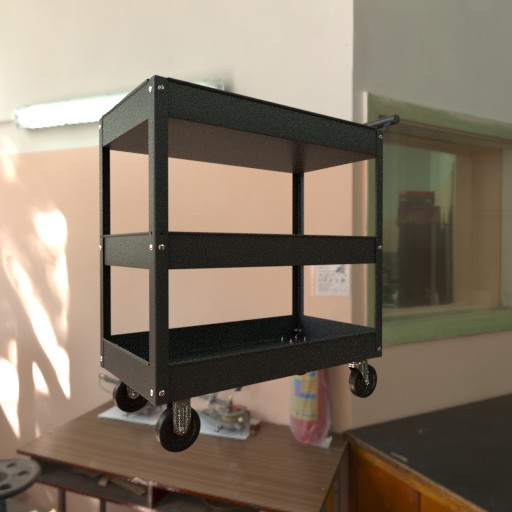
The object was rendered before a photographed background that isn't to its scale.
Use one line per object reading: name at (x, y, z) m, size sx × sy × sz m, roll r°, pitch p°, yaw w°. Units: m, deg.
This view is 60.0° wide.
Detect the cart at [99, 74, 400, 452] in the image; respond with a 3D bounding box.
cart at (0.000, 0.000, 1.174) m, size 0.719 × 0.780 × 0.366 m, roll -1°, pitch 1°, yaw -36°
